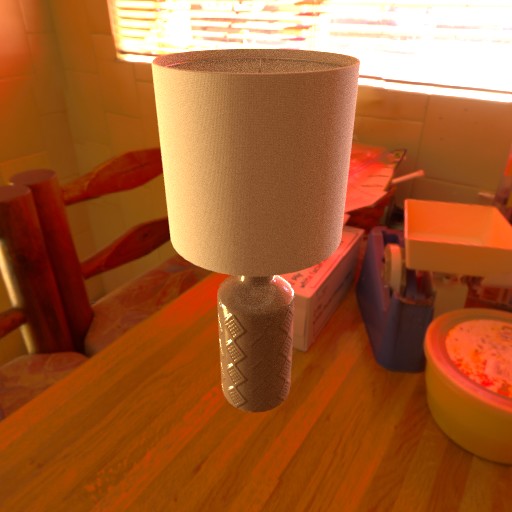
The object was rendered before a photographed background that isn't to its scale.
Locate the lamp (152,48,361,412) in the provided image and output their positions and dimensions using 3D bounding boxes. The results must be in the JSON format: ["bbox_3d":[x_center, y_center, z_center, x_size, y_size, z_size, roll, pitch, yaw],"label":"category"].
[{"bbox_3d":[0.000,0.000,0.562,0.207,0.461,0.207,2,30,3],"label":"lamp"}]
